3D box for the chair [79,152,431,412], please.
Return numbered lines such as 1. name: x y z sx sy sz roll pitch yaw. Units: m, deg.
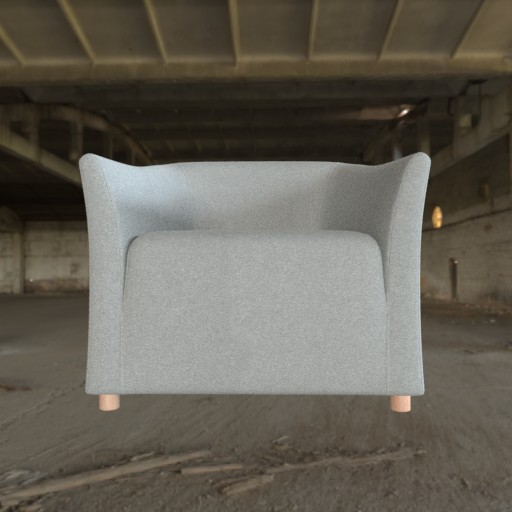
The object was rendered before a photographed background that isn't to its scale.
1. chair: 0.000 0.000 1.318 0.790 0.720 0.700 0 -2 1
